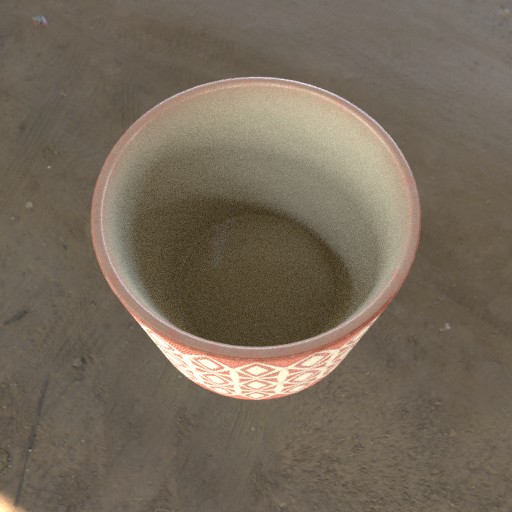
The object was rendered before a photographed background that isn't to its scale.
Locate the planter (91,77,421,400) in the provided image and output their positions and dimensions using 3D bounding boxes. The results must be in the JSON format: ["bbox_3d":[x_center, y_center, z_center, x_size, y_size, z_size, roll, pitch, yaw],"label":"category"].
[{"bbox_3d":[0.000,0.000,0.475,0.273,0.237,0.273,0,65,0],"label":"planter"}]
